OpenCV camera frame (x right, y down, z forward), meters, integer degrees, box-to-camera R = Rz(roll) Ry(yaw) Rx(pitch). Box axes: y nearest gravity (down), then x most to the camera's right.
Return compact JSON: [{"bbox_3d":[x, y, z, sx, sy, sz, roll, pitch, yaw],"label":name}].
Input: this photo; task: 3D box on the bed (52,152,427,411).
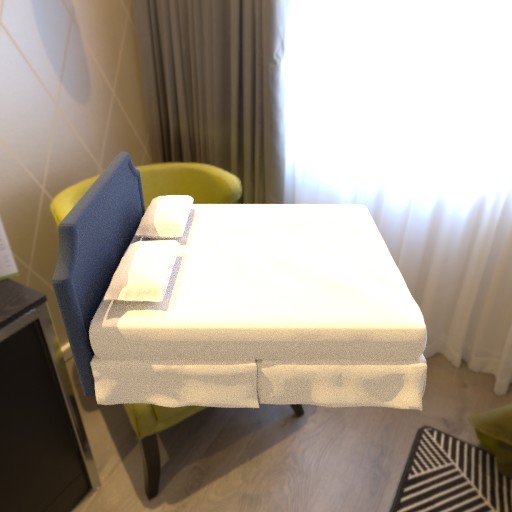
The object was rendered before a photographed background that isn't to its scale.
[{"bbox_3d":[0.000,0.000,4.162,2.773,1.488,2.350,0,31,0],"label":"bed"}]
